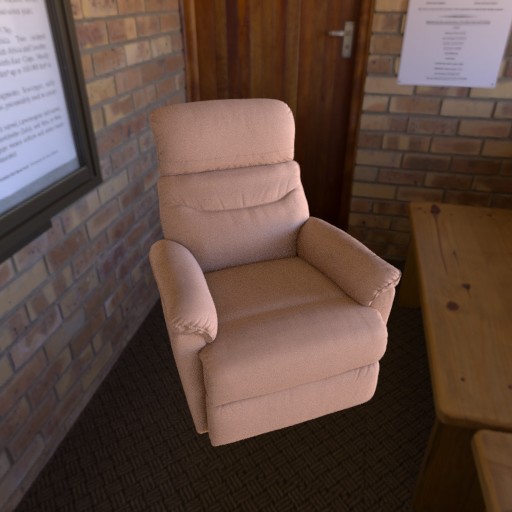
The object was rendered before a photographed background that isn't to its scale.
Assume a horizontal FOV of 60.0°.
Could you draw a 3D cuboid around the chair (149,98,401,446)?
[{"bbox_3d":[0.000,0.000,1.761,0.820,1.037,1.004,-10,32,-17],"label":"chair"}]
